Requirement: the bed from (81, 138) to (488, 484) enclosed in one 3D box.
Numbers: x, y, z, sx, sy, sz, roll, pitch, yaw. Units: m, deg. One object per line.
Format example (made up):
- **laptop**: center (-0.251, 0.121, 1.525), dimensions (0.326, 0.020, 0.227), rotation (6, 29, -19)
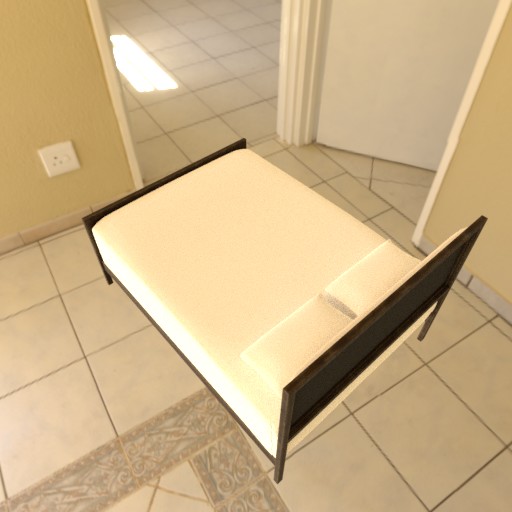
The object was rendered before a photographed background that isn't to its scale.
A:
- **bed**: center (0.000, 0.000, 3.240), dimensions (1.607, 1.313, 2.221), rotation (-33, 56, -26)
